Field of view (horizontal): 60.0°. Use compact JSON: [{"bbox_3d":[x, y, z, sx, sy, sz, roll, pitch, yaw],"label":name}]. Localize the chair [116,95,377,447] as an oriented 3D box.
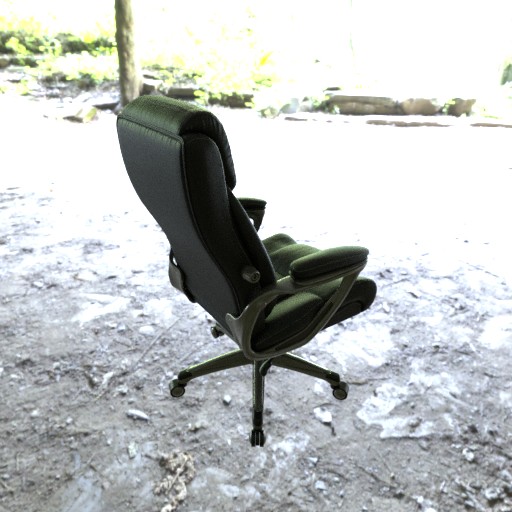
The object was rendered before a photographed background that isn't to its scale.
[{"bbox_3d":[0.000,0.000,1.668,0.784,1.167,0.741,-17,31,-31],"label":"chair"}]
